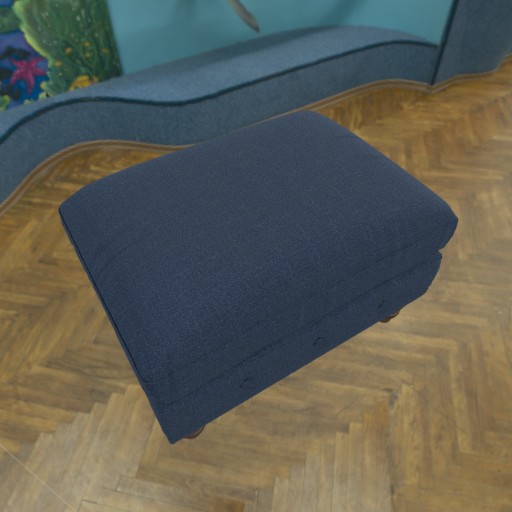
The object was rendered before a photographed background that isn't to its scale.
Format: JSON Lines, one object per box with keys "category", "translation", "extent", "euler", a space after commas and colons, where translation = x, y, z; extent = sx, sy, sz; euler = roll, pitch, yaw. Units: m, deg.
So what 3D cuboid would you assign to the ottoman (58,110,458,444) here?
{"category": "ottoman", "translation": [0.000, 0.000, 1.115], "extent": [0.767, 0.486, 0.558], "euler": [-25, 52, -21]}
